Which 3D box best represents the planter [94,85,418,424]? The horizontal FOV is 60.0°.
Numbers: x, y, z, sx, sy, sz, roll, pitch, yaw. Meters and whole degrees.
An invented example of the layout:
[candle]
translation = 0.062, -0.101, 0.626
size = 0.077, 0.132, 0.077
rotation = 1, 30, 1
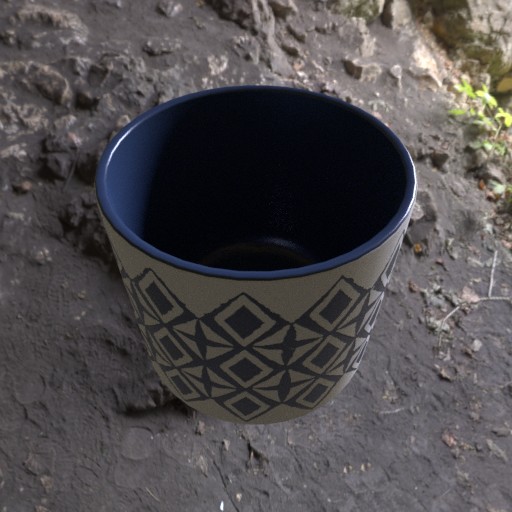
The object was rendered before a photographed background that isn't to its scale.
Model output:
[planter]
translation = 0.000, 0.000, 0.314
size = 0.182, 0.165, 0.182
rotation = 0, 47, 0
